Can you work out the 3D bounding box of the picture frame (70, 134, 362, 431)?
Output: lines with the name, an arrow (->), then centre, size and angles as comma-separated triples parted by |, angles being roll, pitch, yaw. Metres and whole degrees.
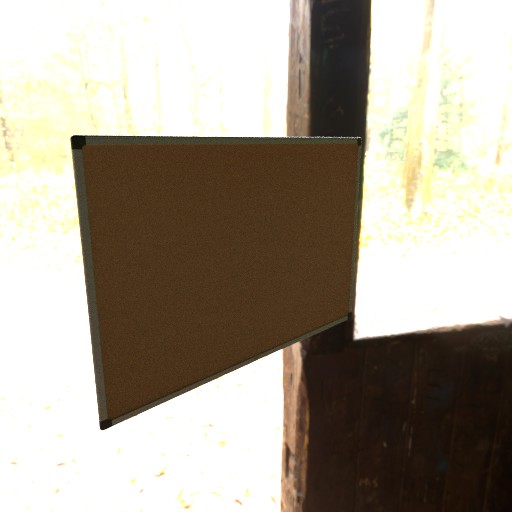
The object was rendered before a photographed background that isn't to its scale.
picture frame -> 0.000, 0.000, 1.152 | 0.900, 0.600, 0.010 | -13, 20, -42
